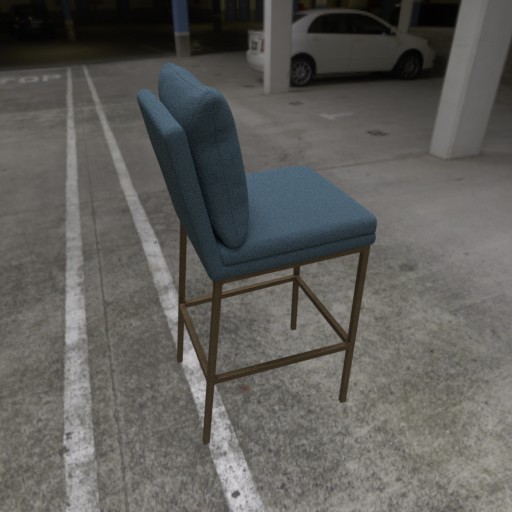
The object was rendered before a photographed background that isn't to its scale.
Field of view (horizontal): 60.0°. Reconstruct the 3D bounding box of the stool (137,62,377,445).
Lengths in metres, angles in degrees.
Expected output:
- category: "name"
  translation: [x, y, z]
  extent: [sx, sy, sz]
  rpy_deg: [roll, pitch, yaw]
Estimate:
- category: "stool"
  translation: [0.000, 0.000, 1.427]
  extent: [0.568, 1.124, 0.463]
  rpy_deg: [-11, 34, -18]
